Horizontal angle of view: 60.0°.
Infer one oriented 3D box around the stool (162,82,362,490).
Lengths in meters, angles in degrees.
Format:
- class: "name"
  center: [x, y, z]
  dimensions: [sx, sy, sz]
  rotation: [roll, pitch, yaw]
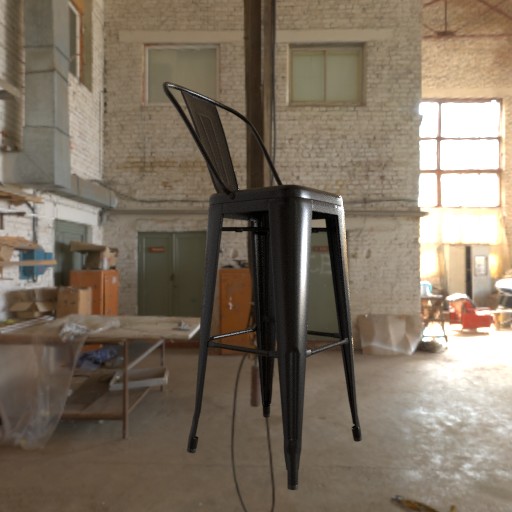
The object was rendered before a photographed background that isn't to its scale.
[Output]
- class: "stool"
  center: [0.000, 0.000, 1.326]
  dimensions: [0.513, 1.096, 0.399]
  rotation: [0, -1, 37]
